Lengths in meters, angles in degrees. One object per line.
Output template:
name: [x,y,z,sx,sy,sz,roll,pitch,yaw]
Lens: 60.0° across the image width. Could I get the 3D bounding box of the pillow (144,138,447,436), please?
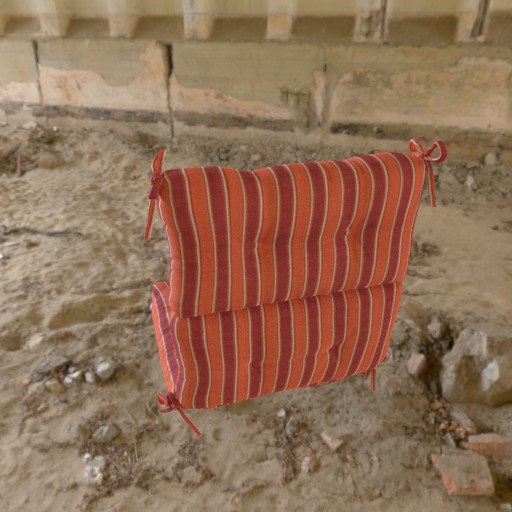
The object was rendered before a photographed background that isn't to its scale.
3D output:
pillow: [0.000,0.000,1.014,0.519,0.605,0.571,-8,28,-15]
